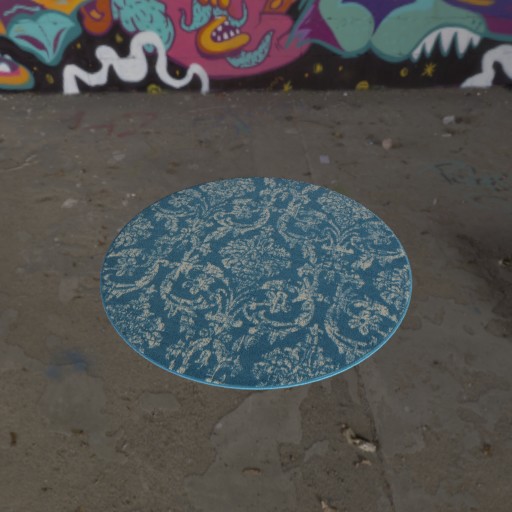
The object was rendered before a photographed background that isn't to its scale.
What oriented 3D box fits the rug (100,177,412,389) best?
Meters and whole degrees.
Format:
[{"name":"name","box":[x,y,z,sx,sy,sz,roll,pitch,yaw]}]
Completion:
[{"name":"rug","box":[0.000,0.000,2.340,1.593,0.012,1.593,0,41,0]}]
